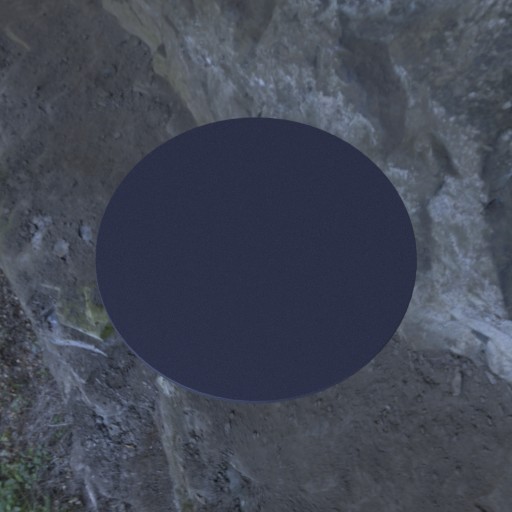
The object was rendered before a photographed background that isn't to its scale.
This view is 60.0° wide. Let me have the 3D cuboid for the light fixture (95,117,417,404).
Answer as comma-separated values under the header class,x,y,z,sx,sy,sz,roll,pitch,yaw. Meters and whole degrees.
class,x,y,z,sx,sy,sz,roll,pitch,yaw
light fixture,0.000,0.000,0.555,0.368,0.100,0.368,0,63,0
